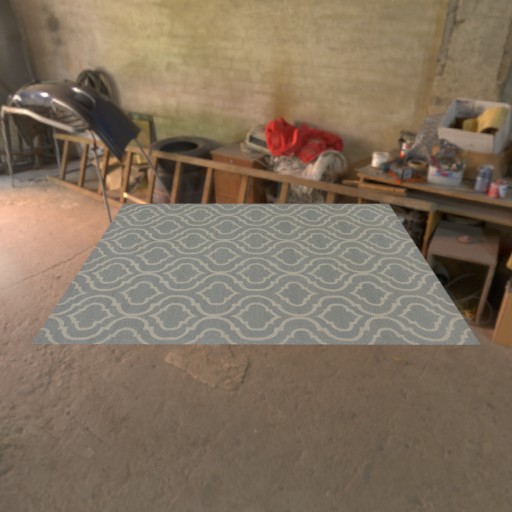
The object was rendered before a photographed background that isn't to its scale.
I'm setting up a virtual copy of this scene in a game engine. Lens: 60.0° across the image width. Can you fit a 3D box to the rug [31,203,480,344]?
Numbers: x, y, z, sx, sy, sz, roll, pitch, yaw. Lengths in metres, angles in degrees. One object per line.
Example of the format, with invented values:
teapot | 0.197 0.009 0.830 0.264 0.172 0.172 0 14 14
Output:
rug | 0.000 0.000 3.847 2.892 0.006 2.283 0 30 0
